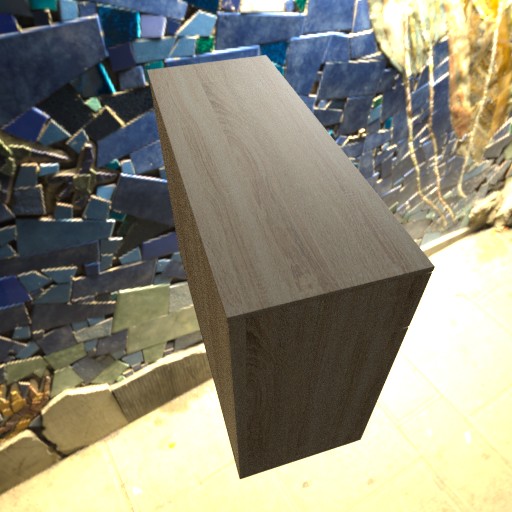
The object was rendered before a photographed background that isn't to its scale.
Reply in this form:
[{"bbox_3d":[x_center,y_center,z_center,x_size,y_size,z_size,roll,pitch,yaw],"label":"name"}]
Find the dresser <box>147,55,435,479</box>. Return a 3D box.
[{"bbox_3d":[0.000,0.000,1.536,0.450,0.900,1.100,-13,47,-12],"label":"dresser"}]
